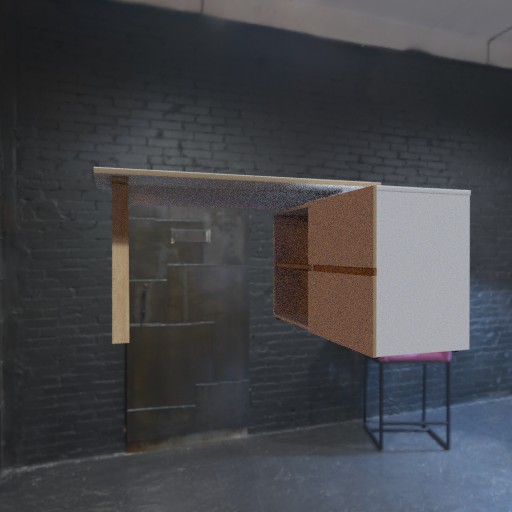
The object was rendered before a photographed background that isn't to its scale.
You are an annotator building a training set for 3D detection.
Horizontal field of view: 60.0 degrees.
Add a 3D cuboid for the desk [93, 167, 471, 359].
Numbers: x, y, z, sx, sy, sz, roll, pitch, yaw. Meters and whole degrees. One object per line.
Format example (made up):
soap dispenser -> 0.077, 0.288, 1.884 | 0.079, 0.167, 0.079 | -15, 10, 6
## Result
desk -> 0.000, 0.000, 2.031 | 1.404, 0.755, 1.098 | 0, 0, -18
